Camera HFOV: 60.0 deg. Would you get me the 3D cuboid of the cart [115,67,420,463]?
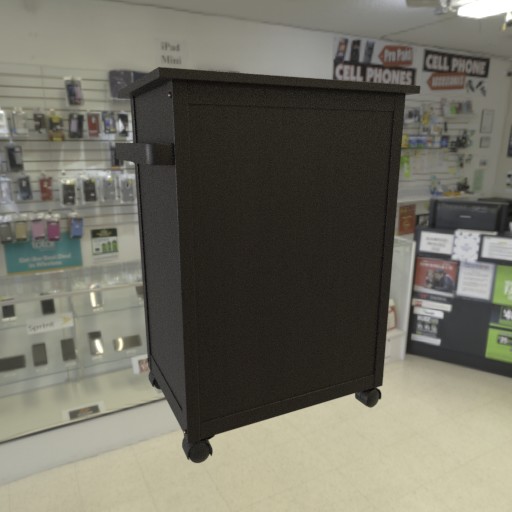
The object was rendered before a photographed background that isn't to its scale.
[{"bbox_3d":[0.000,0.000,1.237,0.660,0.879,0.456,-7,16,-25],"label":"cart"}]
